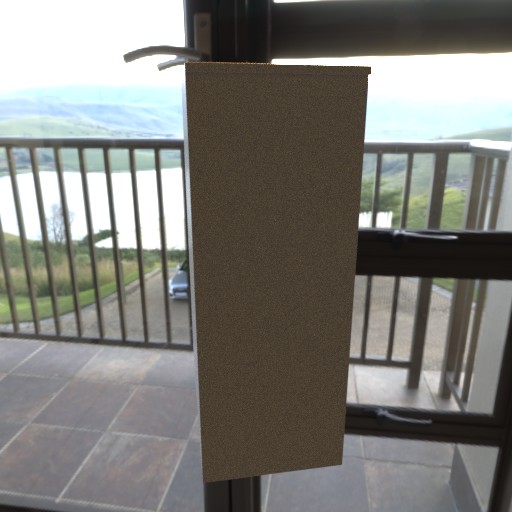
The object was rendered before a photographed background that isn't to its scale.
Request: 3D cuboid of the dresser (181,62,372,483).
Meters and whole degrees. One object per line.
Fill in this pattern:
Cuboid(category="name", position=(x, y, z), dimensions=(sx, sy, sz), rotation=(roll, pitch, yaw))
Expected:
Cuboid(category="dresser", position=(0.000, 0.000, 1.374), dimensions=(0.401, 1.021, 0.704), rotation=(-3, 17, -9))
